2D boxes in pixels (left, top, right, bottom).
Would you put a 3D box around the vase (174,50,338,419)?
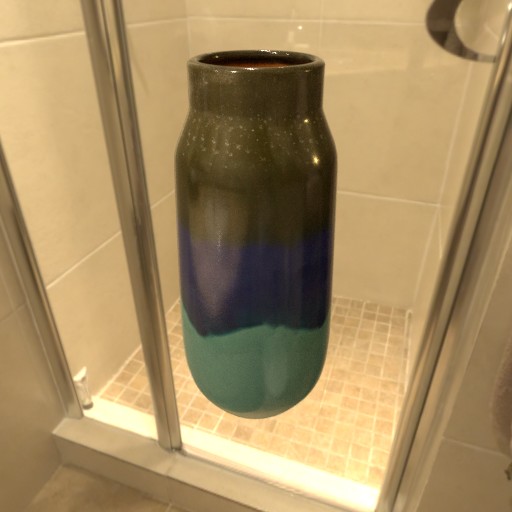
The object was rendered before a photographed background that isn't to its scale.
[{"bbox_3d":[0.000,0.000,0.379,0.139,0.313,0.139,0,31,0],"label":"vase"}]
